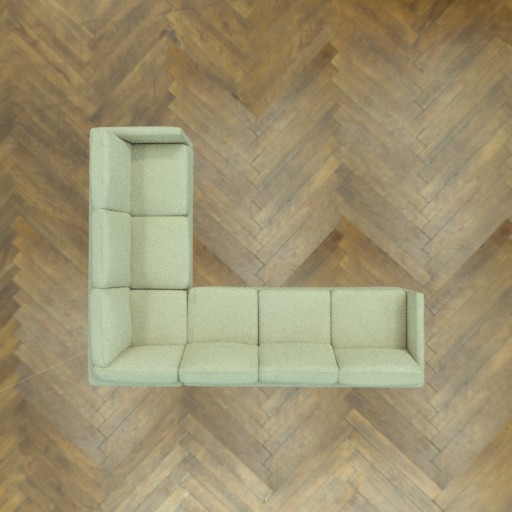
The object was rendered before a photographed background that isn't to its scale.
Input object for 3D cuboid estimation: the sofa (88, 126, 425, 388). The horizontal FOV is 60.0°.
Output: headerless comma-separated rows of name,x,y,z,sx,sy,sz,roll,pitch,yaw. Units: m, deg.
sofa,0.000,0.000,4.556,3.302,0.947,2.593,0,89,2
